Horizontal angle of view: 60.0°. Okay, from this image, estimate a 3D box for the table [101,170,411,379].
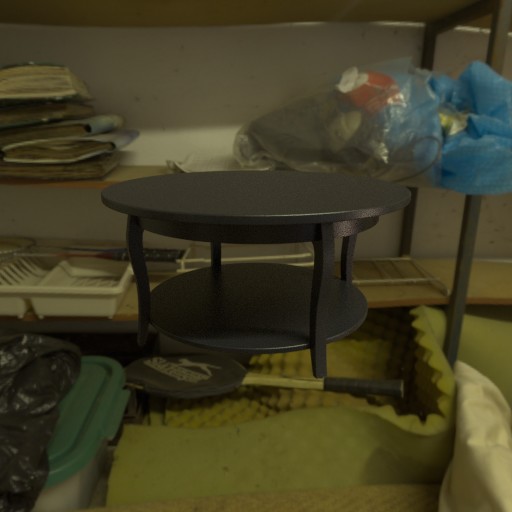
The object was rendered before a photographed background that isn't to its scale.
[{"bbox_3d":[0.000,0.000,1.442,0.914,0.457,0.914,0,17,0],"label":"table"}]
